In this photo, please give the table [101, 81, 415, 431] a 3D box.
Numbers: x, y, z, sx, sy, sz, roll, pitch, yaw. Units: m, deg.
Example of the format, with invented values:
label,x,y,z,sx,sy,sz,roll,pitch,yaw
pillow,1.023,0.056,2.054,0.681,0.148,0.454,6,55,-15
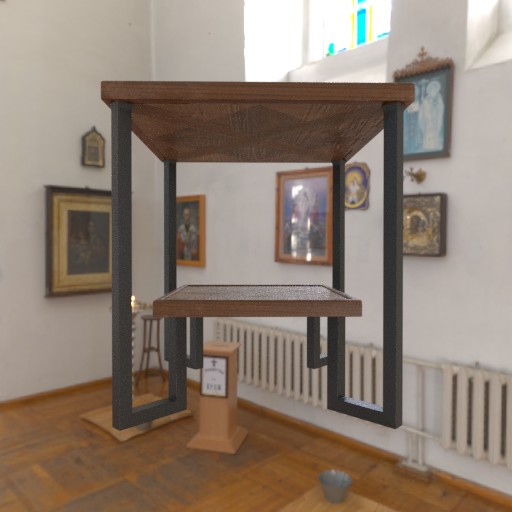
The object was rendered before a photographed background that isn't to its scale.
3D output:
label,x,y,z,sx,sy,sz,roll,pitch,yaw
table,0.000,0.000,0.961,0.503,0.563,0.503,0,1,-1
